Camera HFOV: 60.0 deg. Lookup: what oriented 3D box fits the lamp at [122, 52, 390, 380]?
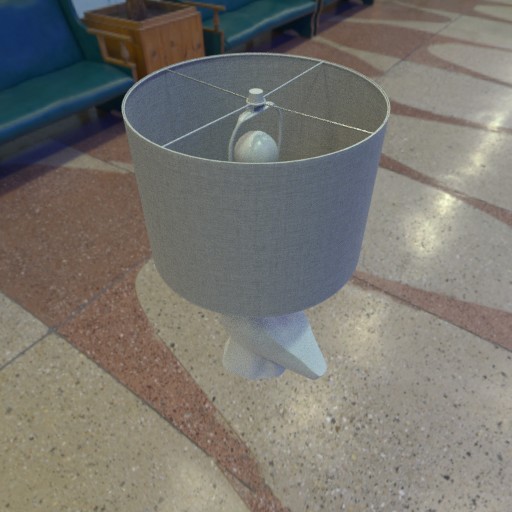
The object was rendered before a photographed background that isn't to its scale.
[{"bbox_3d":[0.000,0.000,0.670,0.298,0.503,0.298,27,49,27],"label":"lamp"}]
